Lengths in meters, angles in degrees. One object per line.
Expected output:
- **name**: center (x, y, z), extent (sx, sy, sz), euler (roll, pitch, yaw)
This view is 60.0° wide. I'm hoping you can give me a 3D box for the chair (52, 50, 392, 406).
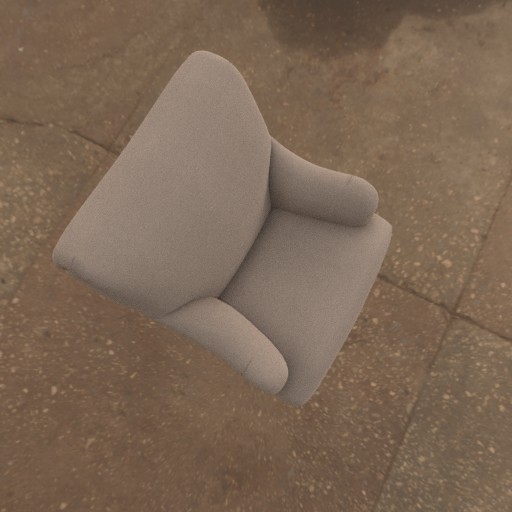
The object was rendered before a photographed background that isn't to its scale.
- **chair**: center (0.000, 0.000, 1.557), extent (0.842, 0.942, 0.766), euler (28, 77, 7)
